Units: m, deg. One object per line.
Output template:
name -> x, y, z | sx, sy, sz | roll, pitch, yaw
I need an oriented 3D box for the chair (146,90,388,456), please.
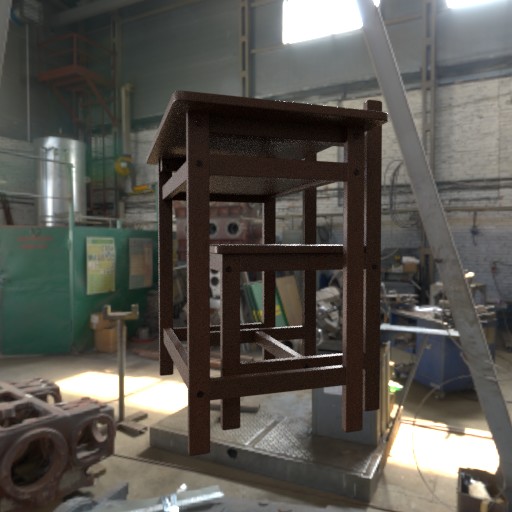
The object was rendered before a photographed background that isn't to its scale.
chair -> 0.000, 0.000, 1.052 | 0.463, 0.673, 0.599 | -1, 2, -18
